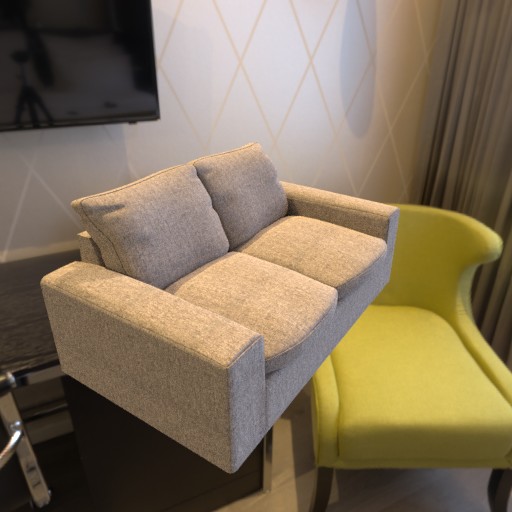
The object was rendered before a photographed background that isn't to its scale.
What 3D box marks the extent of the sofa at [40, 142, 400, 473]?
[{"bbox_3d":[0.000,0.000,2.345,1.094,0.877,1.758,17,31,30],"label":"sofa"}]
